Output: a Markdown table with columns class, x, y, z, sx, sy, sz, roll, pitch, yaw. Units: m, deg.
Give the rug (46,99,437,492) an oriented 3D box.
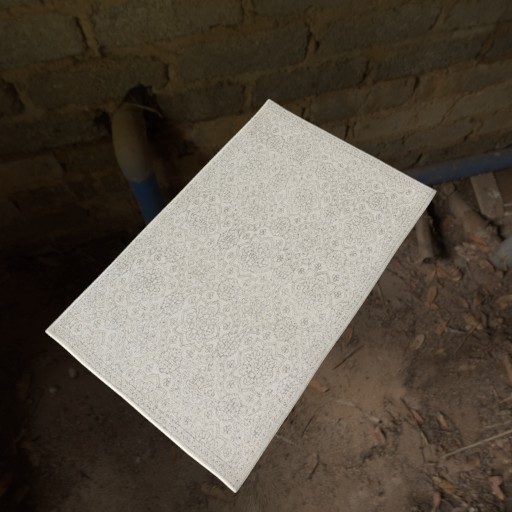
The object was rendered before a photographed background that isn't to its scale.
| class | x | y | z | sx | sy | sz | roll | pitch | yaw |
| --- | --- | --- | --- | --- | --- | --- | --- | --- | --- |
| rug | 0.000 | 0.000 | 2.412 | 1.214 | 0.023 | 1.947 | 33 | 69 | 15 |
